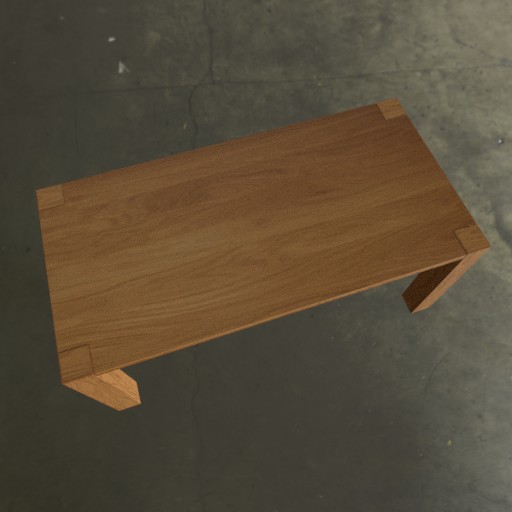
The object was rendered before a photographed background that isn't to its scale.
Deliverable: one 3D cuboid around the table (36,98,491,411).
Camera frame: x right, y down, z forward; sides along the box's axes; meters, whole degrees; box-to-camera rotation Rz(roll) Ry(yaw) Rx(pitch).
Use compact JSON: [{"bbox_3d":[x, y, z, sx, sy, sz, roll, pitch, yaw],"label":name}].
[{"bbox_3d":[0.000,0.000,2.276,1.800,0.760,0.900,-17,65,-8],"label":"table"}]
